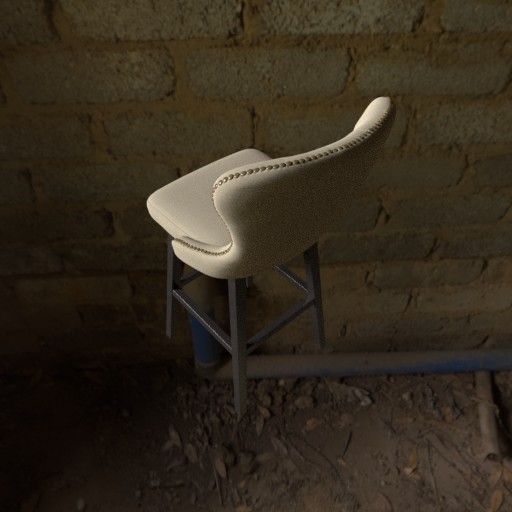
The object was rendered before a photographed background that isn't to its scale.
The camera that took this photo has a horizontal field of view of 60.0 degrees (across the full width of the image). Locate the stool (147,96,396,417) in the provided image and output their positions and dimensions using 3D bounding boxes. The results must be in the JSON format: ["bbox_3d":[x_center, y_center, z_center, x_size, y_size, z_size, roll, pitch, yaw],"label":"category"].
[{"bbox_3d":[0.000,0.000,1.389,0.528,1.066,0.605,-32,53,-28],"label":"stool"}]
